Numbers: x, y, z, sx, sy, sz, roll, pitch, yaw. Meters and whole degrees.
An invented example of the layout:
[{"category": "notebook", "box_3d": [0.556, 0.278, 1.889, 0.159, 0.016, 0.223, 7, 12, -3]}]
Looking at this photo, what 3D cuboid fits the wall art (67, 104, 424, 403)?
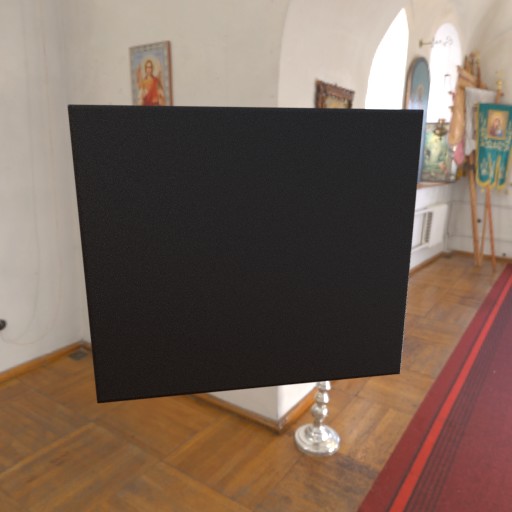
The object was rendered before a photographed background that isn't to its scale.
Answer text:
[{"category": "wall art", "box_3d": [0.000, 0.000, 0.520, 0.380, 0.330, 0.028, -3, 15, -10]}]
